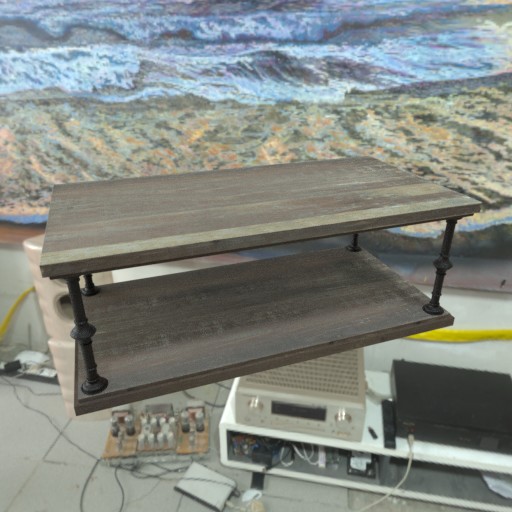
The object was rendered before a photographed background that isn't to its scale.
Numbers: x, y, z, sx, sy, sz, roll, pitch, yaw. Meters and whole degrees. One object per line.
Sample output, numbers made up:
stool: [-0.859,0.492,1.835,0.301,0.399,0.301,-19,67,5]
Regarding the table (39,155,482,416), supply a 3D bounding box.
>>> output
table: [0.000,0.000,1.344,1.088,0.399,0.554,-9,28,-17]
